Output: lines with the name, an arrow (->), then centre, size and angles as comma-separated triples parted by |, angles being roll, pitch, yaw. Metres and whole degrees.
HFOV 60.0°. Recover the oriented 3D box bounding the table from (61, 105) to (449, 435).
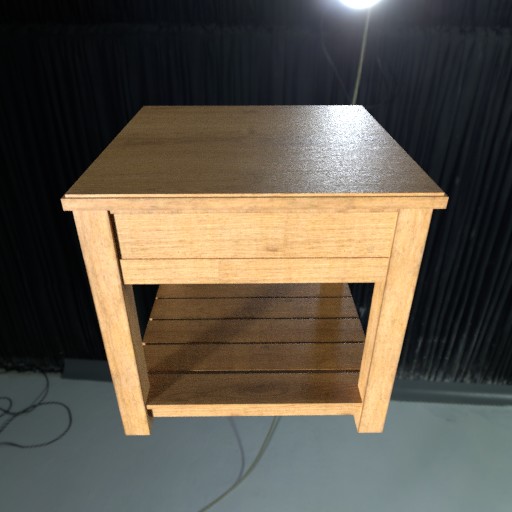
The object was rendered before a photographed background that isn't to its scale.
table -> 0.000, 0.000, 1.104 | 0.612, 0.593, 0.616 | 0, 31, -1
